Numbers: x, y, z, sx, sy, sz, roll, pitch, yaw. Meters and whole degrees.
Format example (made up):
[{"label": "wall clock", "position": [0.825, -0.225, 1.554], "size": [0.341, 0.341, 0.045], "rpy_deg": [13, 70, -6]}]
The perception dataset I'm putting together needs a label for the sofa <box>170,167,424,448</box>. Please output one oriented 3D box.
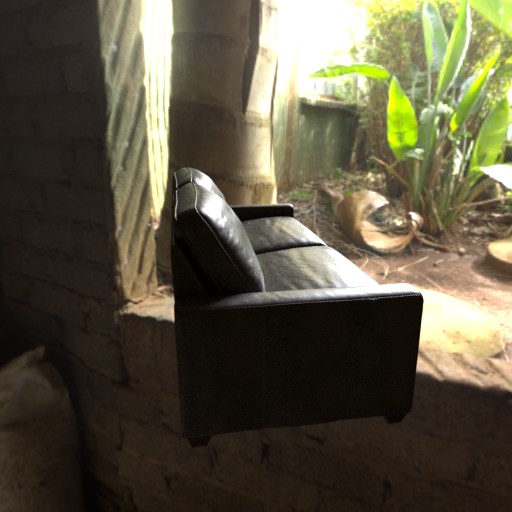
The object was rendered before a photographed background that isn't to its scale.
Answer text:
[{"label": "sofa", "position": [0.000, 0.000, 2.584], "size": [0.939, 0.916, 2.081], "rpy_deg": [-3, 17, -10]}]
